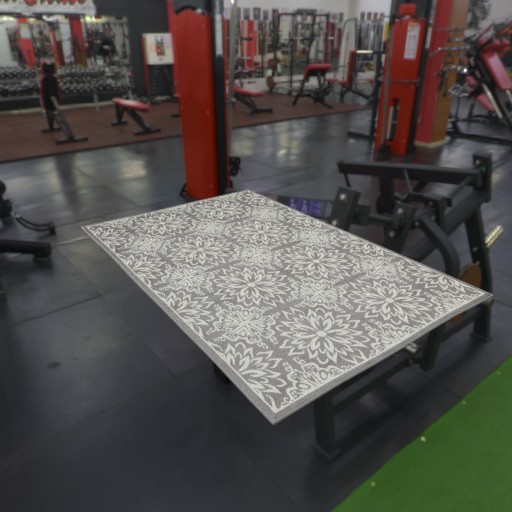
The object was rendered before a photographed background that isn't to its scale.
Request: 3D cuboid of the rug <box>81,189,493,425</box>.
[{"bbox_3d":[0.000,0.000,2.279,1.224,0.012,1.847,-18,31,-32],"label":"rug"}]
